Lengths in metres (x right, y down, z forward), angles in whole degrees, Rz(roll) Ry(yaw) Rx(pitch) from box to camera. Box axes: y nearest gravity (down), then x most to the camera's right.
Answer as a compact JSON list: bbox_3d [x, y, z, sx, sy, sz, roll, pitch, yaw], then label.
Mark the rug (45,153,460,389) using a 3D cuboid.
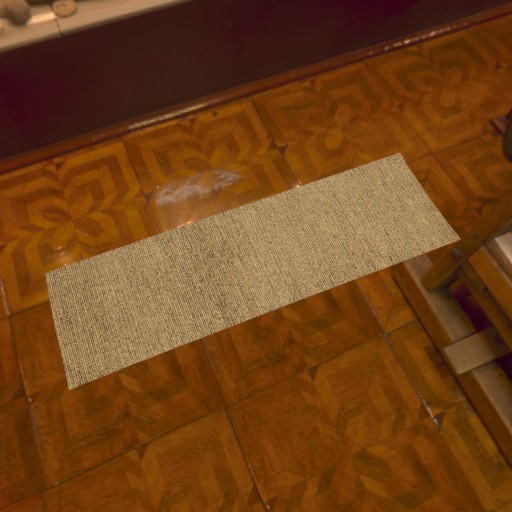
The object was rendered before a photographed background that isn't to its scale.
[{"bbox_3d":[0.000,0.000,2.579,2.335,0.013,0.697,-20,66,-9],"label":"rug"}]
